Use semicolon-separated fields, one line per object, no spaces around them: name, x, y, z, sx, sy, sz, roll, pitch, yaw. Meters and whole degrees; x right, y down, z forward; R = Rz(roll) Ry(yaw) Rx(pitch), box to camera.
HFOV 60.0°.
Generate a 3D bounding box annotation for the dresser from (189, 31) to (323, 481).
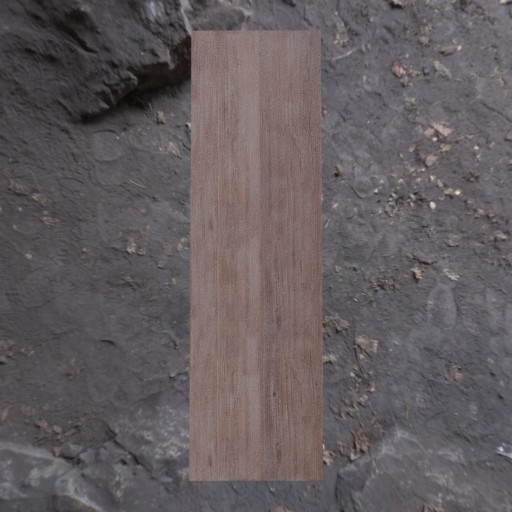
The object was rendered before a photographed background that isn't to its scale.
dresser;0.000;0.000;1.930;0.455;0.805;1.554;0;88;0
